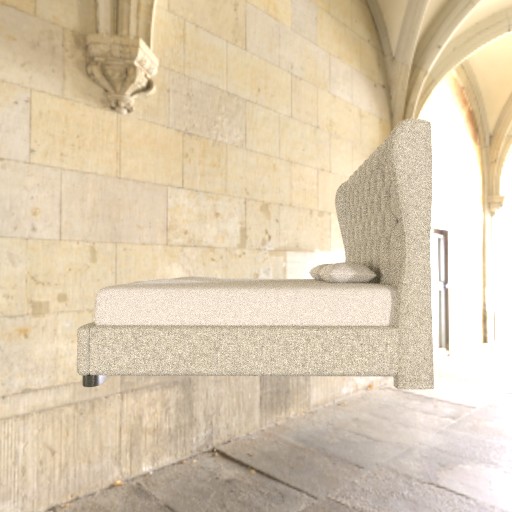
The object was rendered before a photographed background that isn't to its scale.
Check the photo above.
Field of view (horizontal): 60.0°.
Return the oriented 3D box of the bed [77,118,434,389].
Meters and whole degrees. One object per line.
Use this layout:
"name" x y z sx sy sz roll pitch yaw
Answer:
"bed" 0.000 0.000 3.953 2.347 1.771 2.219 0 -2 1
